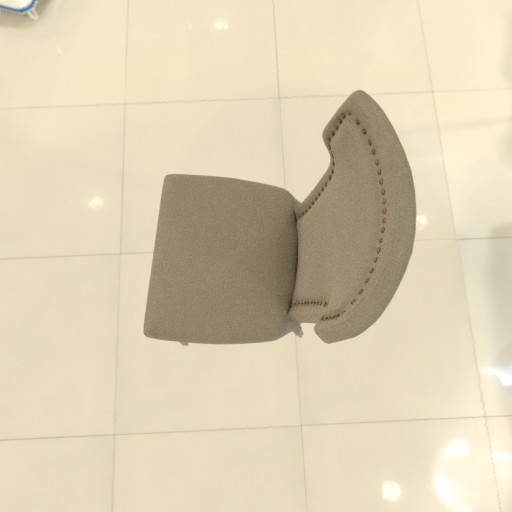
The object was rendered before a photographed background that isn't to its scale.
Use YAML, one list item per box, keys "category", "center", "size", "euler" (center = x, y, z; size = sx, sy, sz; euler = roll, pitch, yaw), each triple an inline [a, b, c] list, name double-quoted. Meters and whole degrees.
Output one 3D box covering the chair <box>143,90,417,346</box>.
- category: "chair"
  center: [0.000, 0.000, 1.310]
  size: [0.630, 0.955, 0.526]
  euler: [4, 76, 1]
